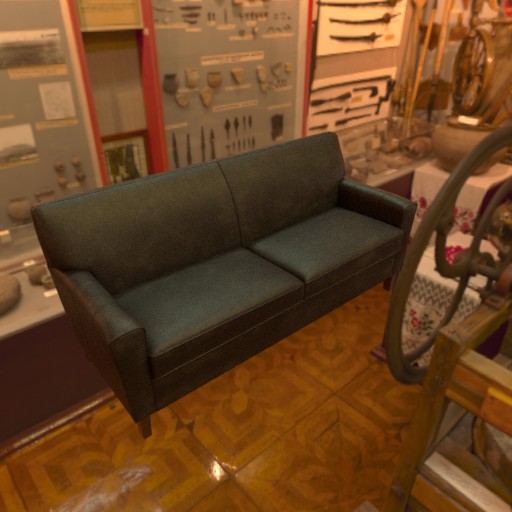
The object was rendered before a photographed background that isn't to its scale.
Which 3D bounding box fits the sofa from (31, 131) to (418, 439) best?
[{"bbox_3d":[0.000,0.000,2.552,2.053,0.947,0.805,-23,37,-33],"label":"sofa"}]
